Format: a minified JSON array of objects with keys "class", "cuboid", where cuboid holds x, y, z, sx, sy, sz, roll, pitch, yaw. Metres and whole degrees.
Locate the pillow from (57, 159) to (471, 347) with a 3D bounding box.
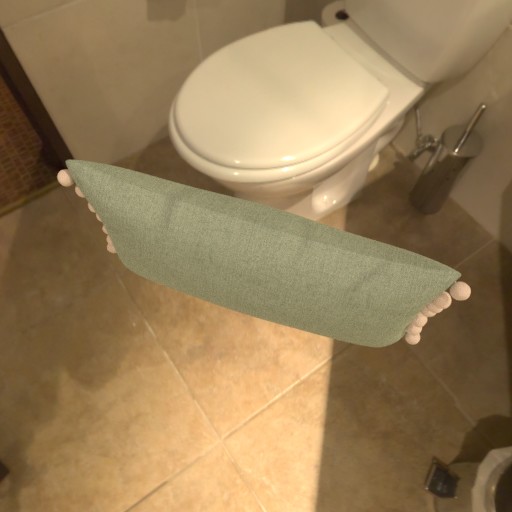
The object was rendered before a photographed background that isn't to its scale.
[{"class":"pillow","cuboid":[0.000,0.000,0.833,0.709,0.322,0.201,16,65,8]}]
